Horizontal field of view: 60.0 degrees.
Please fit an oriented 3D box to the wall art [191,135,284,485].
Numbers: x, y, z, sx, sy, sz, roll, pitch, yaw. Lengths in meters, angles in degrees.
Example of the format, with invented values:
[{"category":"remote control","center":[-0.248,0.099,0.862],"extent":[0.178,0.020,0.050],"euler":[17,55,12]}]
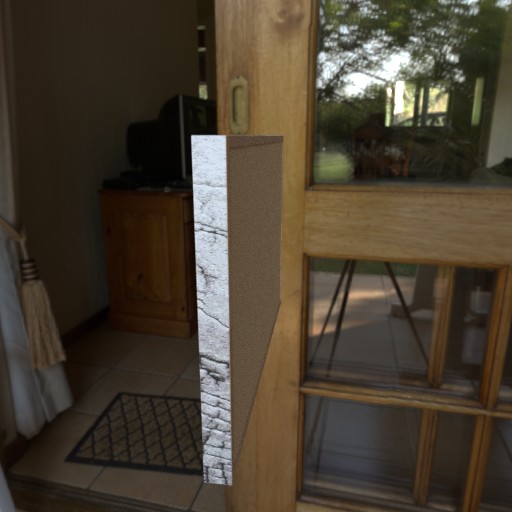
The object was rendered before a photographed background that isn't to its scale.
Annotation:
[{"category":"wall art","center":[0.000,0.000,0.775],"extent":[0.035,0.407,0.613],"euler":[2,15,8]}]
